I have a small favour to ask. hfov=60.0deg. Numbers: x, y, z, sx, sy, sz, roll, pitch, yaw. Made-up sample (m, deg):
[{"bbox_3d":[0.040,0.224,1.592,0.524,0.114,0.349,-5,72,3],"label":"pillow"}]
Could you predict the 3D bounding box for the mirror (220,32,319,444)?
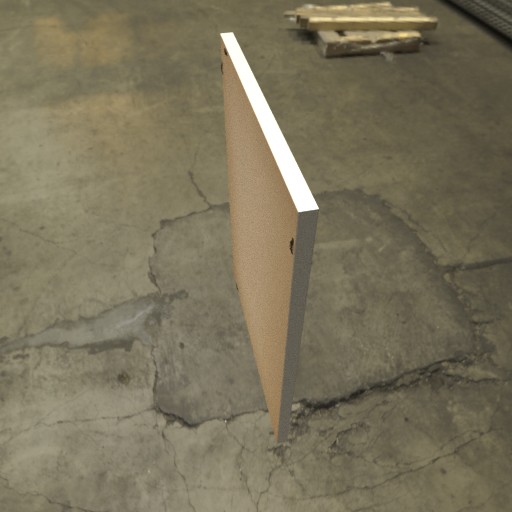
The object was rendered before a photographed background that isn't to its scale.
[{"bbox_3d":[0.000,0.000,1.347,0.040,1.016,0.762,-9,48,-9],"label":"mirror"}]
